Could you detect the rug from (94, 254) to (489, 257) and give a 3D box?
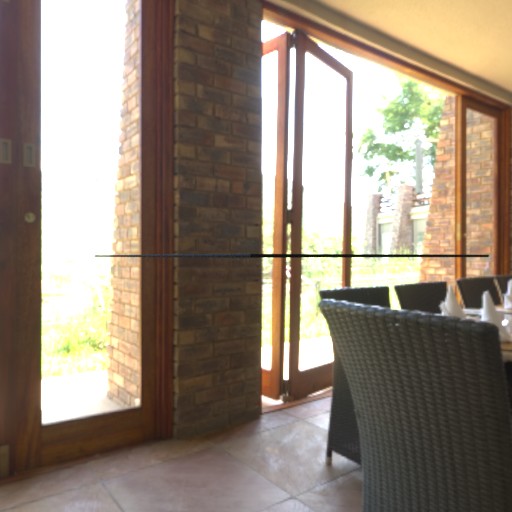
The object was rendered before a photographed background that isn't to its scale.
[{"bbox_3d":[0.000,0.000,2.915,1.526,0.014,2.290,0,0,-33],"label":"rug"}]
